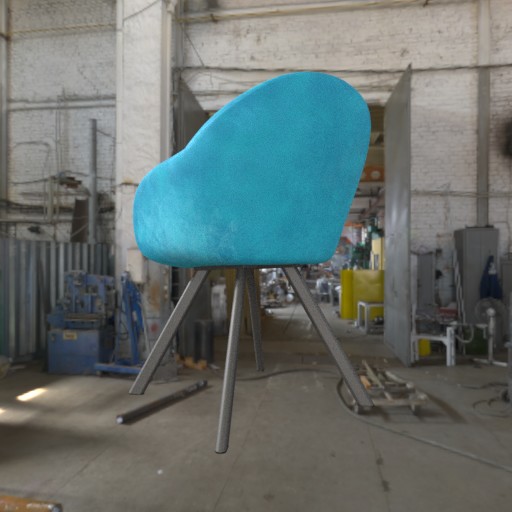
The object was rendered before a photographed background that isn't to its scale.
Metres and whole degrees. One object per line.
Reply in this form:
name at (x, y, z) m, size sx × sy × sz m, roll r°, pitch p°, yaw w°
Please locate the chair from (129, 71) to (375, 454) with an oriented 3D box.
chair at (0.000, 0.000, 1.196) m, size 0.550 × 0.795 × 0.590 m, roll 0°, pitch 0°, yaw -37°
